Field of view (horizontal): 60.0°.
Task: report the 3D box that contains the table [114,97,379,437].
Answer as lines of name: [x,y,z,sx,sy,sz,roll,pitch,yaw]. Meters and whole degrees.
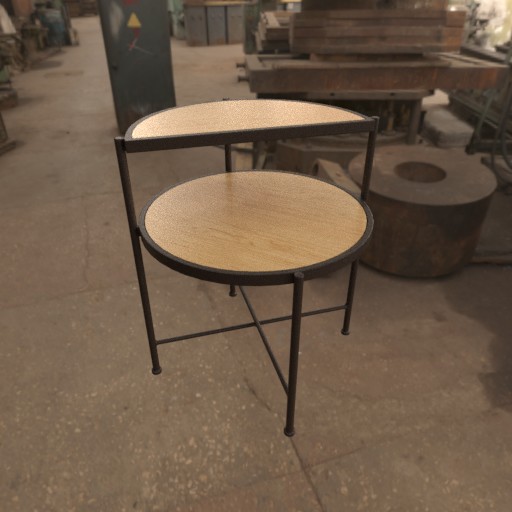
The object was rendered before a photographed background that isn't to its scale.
table: [0.000,0.000,1.178,0.629,0.684,0.628,-9,33,-14]
